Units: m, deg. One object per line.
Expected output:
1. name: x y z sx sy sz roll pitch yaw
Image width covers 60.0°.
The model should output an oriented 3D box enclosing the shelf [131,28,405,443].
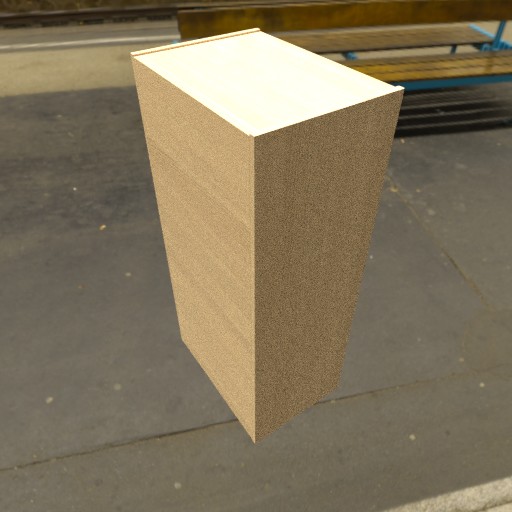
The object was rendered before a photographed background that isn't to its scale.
1. shelf: 0.000 0.000 1.067 0.292 0.876 0.417 -25 47 -25
